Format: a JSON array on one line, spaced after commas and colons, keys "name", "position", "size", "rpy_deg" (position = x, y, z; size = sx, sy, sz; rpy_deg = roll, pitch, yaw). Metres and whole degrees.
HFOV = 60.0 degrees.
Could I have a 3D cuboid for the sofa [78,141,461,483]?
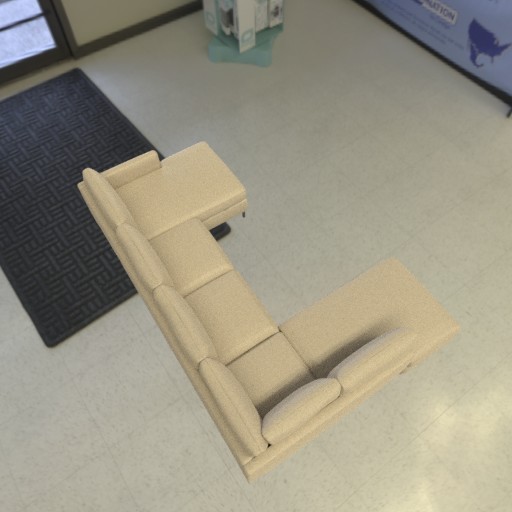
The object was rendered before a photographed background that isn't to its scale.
[{"name": "sofa", "position": [0.000, 0.000, 3.589], "size": [1.879, 0.756, 2.737], "rpy_deg": [-29, 63, -17]}]
